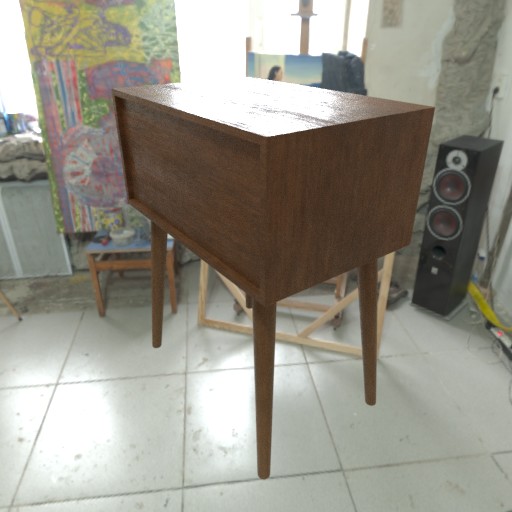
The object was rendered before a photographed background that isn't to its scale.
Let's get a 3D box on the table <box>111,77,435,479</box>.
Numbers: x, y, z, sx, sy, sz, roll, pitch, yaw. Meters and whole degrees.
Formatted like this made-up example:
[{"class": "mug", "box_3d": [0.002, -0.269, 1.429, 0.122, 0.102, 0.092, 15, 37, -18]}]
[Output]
[{"class": "table", "box_3d": [0.000, 0.000, 0.847, 0.307, 0.580, 0.454, -19, 34, -32]}]
